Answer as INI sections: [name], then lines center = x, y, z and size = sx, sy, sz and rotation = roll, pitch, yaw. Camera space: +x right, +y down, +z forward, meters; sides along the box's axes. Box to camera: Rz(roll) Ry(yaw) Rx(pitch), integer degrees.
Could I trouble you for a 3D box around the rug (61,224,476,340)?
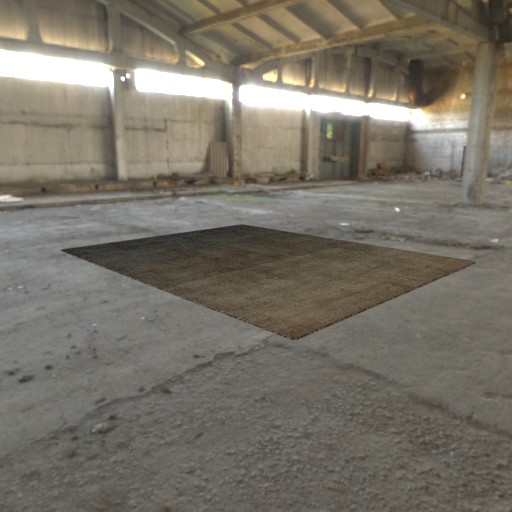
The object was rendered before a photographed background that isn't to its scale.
[rug]
center = 0.000, 0.000, 3.909
size = 2.306, 0.017, 2.902
rotation = -12, 17, -43
